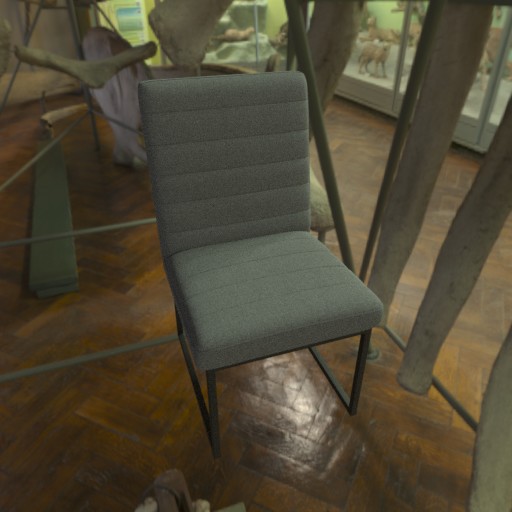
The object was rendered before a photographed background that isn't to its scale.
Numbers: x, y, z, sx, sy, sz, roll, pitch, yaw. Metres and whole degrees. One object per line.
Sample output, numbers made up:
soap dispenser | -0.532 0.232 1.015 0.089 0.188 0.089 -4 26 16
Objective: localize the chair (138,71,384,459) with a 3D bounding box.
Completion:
chair | 0.000 0.000 1.327 0.520 0.930 0.634 -11 34 -16
